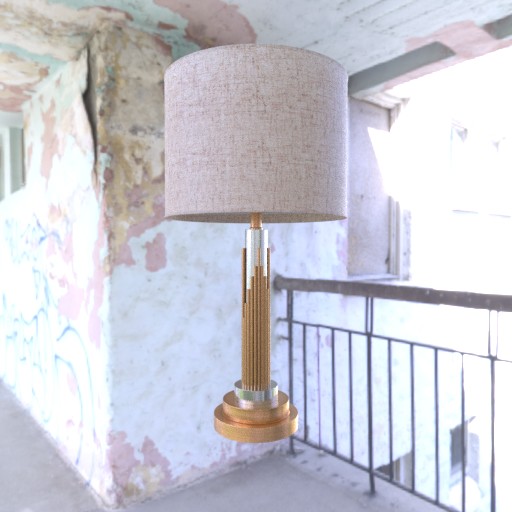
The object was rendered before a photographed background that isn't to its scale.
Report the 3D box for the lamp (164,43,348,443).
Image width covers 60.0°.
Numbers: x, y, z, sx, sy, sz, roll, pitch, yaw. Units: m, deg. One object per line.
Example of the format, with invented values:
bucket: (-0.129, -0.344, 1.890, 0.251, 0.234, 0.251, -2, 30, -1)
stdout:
lamp: (0.000, 0.000, 0.796, 0.321, 0.610, 0.321, -1, 2, -37)
